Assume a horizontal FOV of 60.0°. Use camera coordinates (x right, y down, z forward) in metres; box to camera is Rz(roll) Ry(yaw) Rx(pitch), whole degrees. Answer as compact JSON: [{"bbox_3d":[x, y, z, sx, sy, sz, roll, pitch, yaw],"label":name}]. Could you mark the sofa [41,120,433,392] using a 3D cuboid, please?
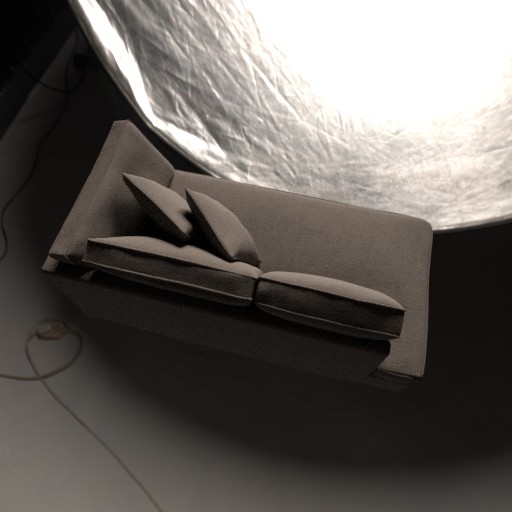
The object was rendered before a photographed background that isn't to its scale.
[{"bbox_3d":[0.000,0.000,2.866,2.237,1.033,1.110,13,64,6],"label":"sofa"}]
